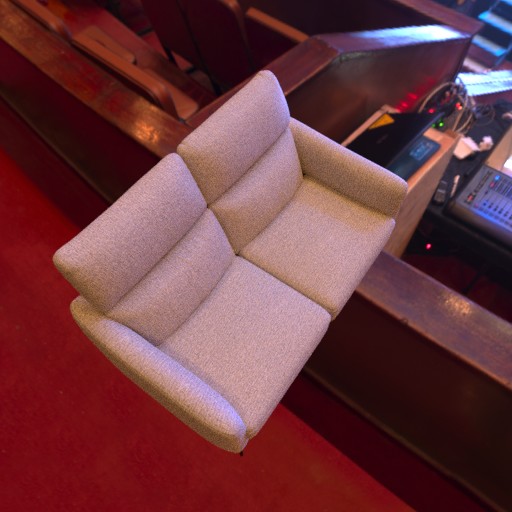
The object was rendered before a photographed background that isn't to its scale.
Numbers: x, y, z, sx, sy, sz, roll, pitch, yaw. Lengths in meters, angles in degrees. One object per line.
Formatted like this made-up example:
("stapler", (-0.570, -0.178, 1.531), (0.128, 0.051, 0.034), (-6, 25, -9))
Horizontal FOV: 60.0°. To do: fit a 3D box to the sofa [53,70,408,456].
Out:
("sofa", (0.000, 0.000, 2.117), (0.905, 0.950, 1.540), (31, 63, 18))
